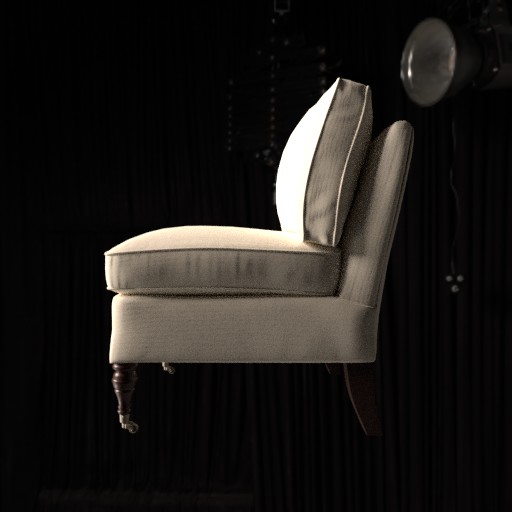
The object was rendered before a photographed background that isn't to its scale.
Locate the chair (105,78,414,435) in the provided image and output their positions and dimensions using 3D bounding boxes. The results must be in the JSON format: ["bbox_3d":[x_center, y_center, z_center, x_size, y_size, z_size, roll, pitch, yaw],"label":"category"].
[{"bbox_3d":[0.000,0.000,1.380,0.781,0.887,0.630,0,1,0],"label":"chair"}]
